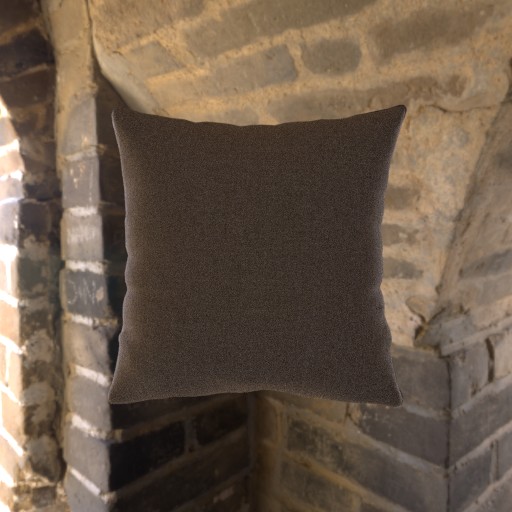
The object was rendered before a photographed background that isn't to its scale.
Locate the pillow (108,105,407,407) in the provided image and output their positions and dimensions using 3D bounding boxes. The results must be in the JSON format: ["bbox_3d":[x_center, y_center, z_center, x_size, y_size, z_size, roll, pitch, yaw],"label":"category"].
[{"bbox_3d":[0.000,0.000,0.658,0.440,0.441,0.147,0,0,0],"label":"pillow"}]
